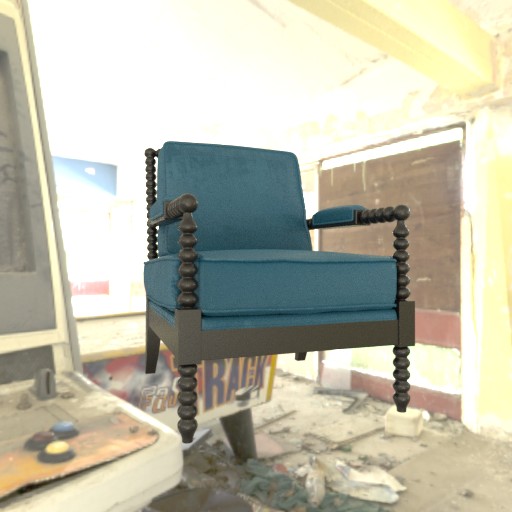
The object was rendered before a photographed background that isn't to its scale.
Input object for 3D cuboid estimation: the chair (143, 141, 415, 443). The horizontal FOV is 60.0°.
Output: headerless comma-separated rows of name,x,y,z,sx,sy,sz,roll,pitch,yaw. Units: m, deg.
chair,0.000,0.000,1.454,0.688,0.857,0.805,0,-1,-20
